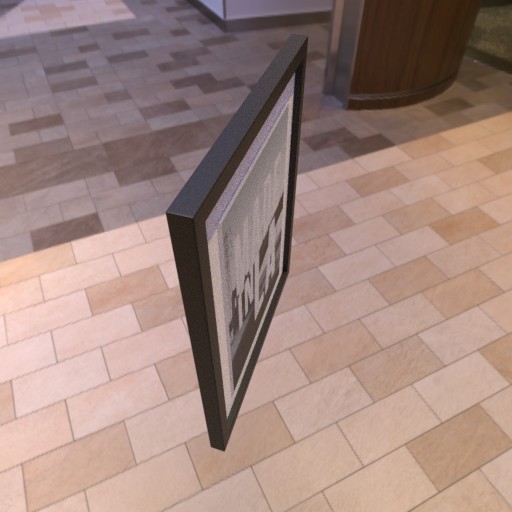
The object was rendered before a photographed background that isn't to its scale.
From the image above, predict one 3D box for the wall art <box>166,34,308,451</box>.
[{"bbox_3d":[0.000,0.000,0.752,0.028,0.559,0.457,13,48,12],"label":"wall art"}]
